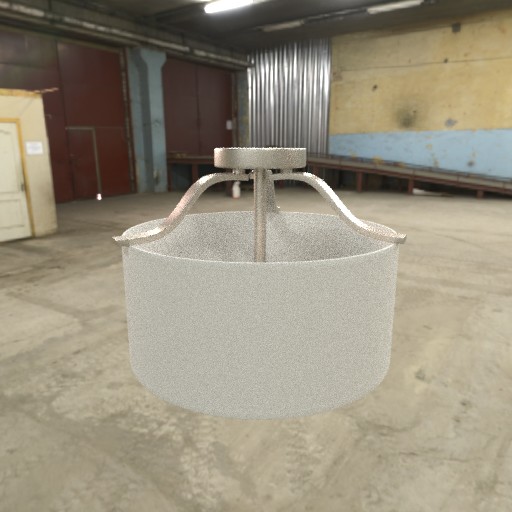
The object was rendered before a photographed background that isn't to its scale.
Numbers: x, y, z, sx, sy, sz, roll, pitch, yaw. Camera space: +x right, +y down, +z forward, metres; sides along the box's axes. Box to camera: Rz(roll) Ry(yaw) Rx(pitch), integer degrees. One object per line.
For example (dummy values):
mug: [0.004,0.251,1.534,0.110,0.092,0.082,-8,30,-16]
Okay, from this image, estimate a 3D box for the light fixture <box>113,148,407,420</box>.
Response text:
light fixture: [0.000,0.000,0.642,0.395,0.304,0.395,0,14,0]
